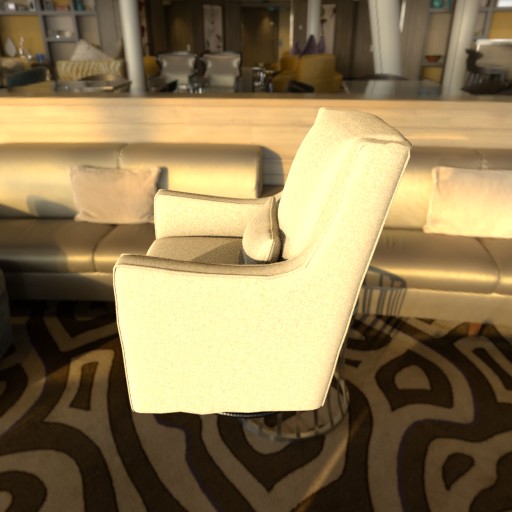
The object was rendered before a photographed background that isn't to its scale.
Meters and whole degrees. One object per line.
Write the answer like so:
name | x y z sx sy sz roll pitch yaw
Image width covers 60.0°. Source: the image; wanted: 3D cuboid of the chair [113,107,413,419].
chair | 0.000 0.000 1.624 0.879 0.993 0.732 -1 26 -1
